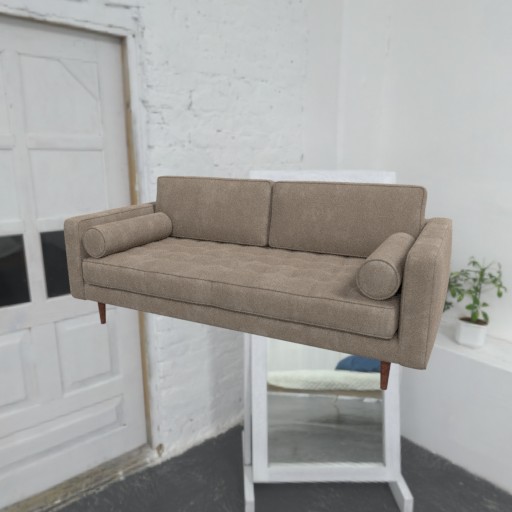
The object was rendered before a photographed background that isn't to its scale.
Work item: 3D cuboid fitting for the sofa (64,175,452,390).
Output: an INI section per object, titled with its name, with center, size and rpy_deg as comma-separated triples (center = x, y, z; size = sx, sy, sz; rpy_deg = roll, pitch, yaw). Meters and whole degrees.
[sofa]
center = 0.000, 0.000, 2.350
size = 1.883, 0.769, 0.920
rpy_deg = 7, 16, 25
